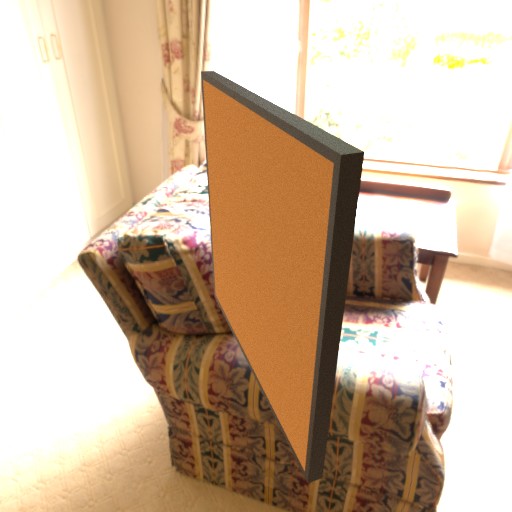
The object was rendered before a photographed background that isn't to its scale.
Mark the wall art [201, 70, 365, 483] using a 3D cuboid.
[{"bbox_3d":[0.000,0.000,1.116,0.038,0.763,0.763,-11,33,-18],"label":"wall art"}]
